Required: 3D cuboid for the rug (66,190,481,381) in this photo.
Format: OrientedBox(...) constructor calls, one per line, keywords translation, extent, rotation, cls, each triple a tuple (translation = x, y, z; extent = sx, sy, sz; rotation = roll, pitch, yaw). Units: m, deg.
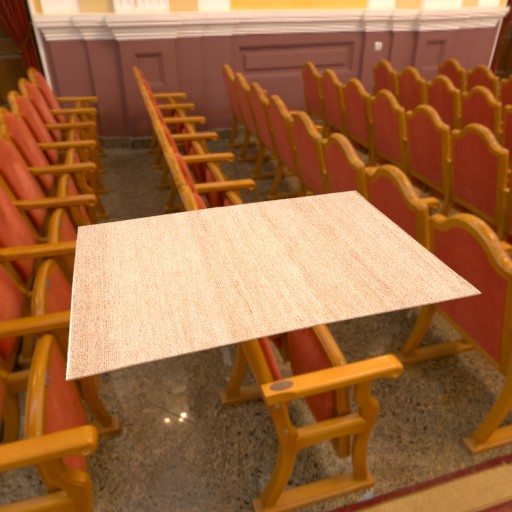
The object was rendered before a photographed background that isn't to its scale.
OrientedBox(translation=(0.000, 0.000, 2.996), extent=(2.346, 0.029, 1.574), rotation=(-9, 33, -14), cls="rug")
